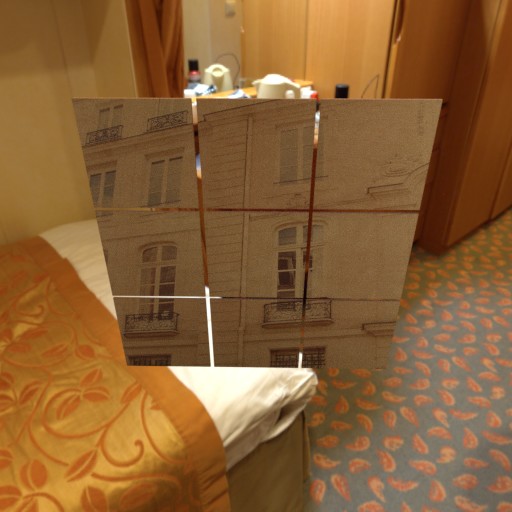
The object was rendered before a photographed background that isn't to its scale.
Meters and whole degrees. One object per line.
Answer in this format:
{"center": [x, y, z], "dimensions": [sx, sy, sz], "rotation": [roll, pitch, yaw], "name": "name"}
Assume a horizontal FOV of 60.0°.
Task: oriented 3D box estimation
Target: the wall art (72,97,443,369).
{"center": [0.000, 0.000, 2.225], "dimensions": [1.526, 1.522, 0.023], "rotation": [1, 31, 1], "name": "wall art"}
